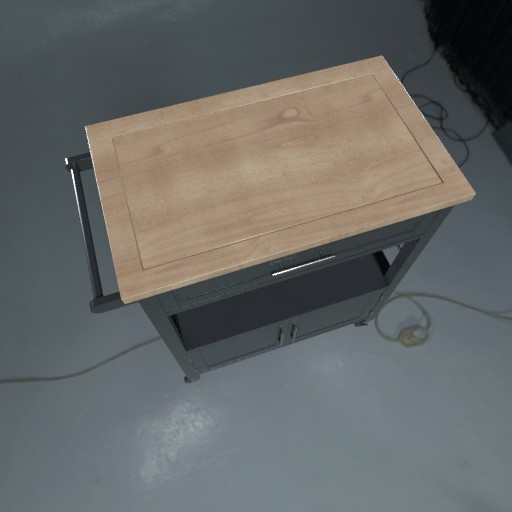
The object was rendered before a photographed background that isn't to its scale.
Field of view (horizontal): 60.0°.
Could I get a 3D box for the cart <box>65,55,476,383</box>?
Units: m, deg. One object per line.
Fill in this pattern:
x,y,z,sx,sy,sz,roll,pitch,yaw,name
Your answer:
0.000,0.000,1.384,0.840,0.901,0.459,-17,64,-8,cart
